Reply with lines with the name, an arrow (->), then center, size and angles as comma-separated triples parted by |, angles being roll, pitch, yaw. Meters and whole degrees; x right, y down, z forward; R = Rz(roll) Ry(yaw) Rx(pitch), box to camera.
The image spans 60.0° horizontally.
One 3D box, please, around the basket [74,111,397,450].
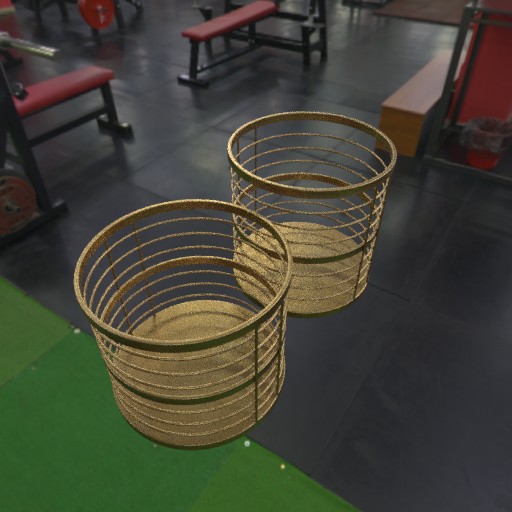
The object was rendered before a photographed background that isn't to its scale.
basket -> 0.000, 0.000, 0.937 | 0.356, 0.351, 0.746 | 26, 47, 27
